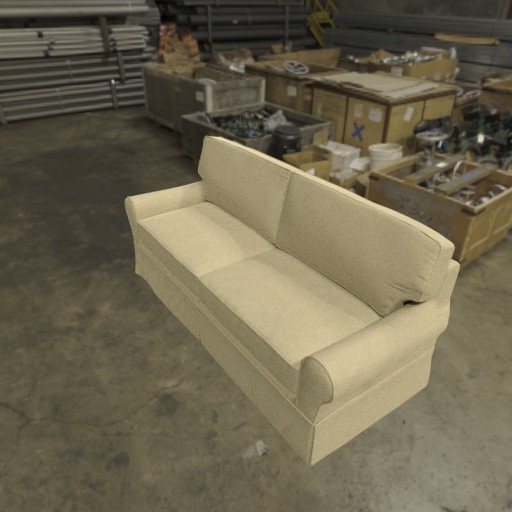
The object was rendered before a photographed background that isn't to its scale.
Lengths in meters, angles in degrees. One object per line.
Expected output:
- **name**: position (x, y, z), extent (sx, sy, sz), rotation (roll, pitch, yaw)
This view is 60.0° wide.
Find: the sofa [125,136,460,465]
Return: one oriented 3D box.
- **sofa**: position (0.000, 0.000, 2.770), extent (0.900, 1.014, 2.246), rotation (-20, 36, -30)
